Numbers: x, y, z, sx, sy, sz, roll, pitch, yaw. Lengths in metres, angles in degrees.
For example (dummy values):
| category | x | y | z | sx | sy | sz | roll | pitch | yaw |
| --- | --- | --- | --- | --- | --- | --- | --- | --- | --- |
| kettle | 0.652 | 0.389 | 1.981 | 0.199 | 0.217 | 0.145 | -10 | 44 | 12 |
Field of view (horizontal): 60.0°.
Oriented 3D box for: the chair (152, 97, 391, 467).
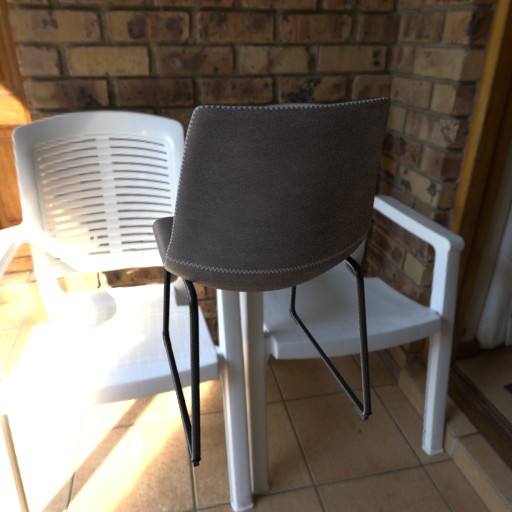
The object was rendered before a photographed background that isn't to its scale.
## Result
| category | x | y | z | sx | sy | sz | roll | pitch | yaw |
| --- | --- | --- | --- | --- | --- | --- | --- | --- | --- |
| chair | 0.000 | 0.000 | 1.082 | 0.460 | 0.780 | 0.550 | -8 | 28 | -16 |
